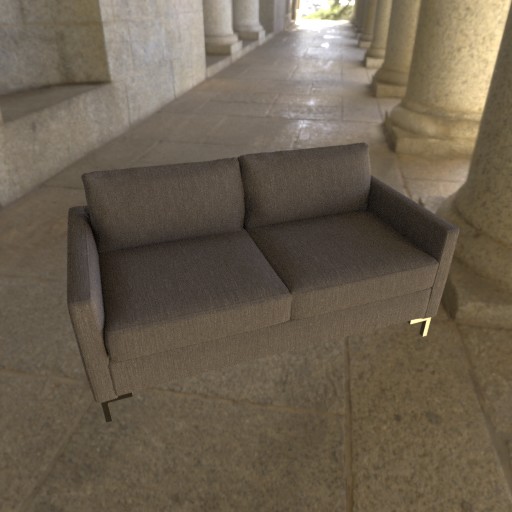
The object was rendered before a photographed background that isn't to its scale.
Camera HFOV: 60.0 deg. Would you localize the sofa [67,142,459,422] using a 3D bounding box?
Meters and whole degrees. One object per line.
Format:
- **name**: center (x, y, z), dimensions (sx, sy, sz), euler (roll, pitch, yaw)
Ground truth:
- **sofa**: center (0.000, 0.000, 2.171), dimensions (1.682, 0.840, 0.875), euler (-10, 33, -17)
